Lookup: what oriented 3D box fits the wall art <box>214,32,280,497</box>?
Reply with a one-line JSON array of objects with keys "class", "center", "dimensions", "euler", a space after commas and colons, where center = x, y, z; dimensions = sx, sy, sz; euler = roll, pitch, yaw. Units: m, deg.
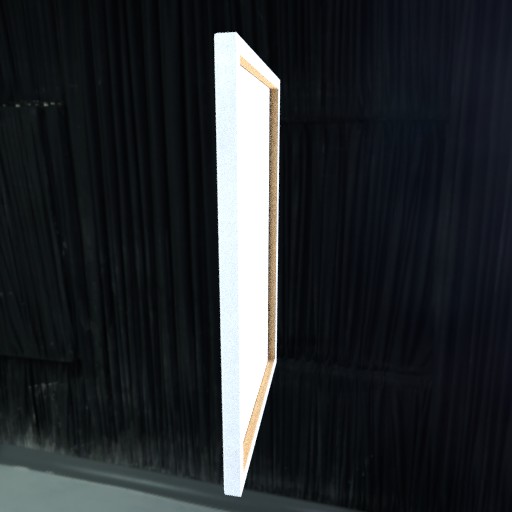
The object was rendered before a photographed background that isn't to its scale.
[{"class": "wall art", "center": [0.000, 0.000, 1.130], "dimensions": [0.038, 0.912, 0.607], "euler": [2, 15, 9]}]
